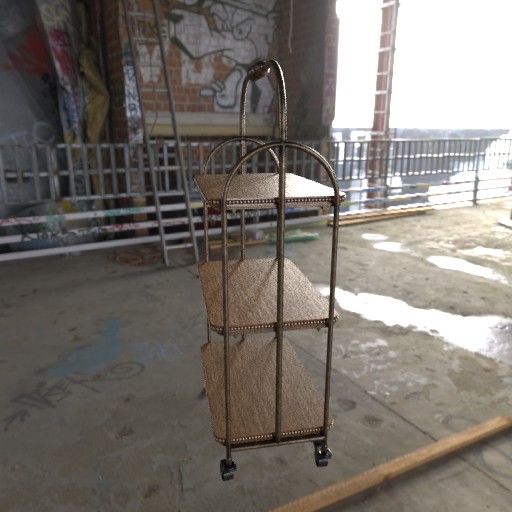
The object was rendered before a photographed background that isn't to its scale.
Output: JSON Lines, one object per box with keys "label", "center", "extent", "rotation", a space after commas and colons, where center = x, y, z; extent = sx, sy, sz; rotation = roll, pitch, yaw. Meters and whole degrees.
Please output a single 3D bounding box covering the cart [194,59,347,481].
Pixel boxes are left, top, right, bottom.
{"label": "cart", "center": [0.000, 0.000, 1.318], "extent": [0.330, 1.052, 0.650], "rotation": [-3, 16, -10]}
